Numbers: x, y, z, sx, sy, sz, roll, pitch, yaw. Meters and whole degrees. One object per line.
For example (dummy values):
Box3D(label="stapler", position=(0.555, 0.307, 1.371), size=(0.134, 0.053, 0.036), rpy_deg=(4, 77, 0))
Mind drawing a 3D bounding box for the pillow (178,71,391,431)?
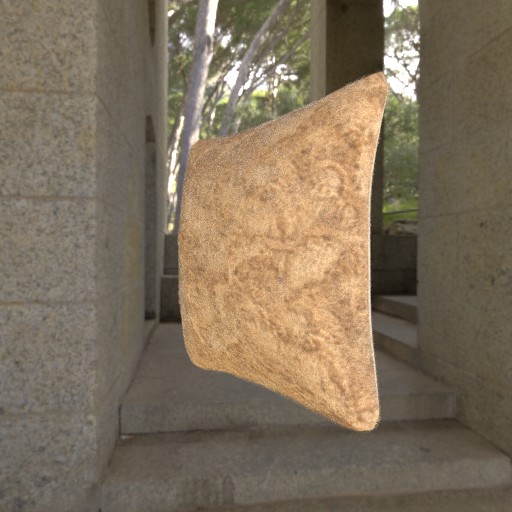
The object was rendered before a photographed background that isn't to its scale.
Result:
Box3D(label="pillow", position=(0.000, 0.000, 0.804), size=(0.216, 0.525, 0.538), rpy_deg=(-1, 1, -36))
